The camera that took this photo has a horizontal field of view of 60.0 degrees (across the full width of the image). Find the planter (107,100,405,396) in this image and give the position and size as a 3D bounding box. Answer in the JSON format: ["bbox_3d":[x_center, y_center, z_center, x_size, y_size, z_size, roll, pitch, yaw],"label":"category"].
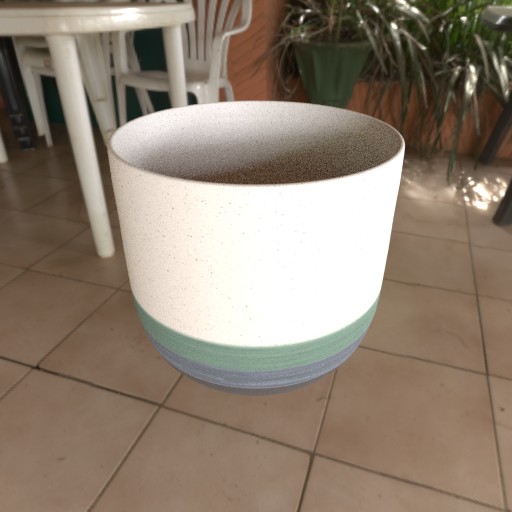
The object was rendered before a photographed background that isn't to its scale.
[{"bbox_3d":[0.000,0.000,0.480,0.268,0.270,0.268,0,31,0],"label":"planter"}]
